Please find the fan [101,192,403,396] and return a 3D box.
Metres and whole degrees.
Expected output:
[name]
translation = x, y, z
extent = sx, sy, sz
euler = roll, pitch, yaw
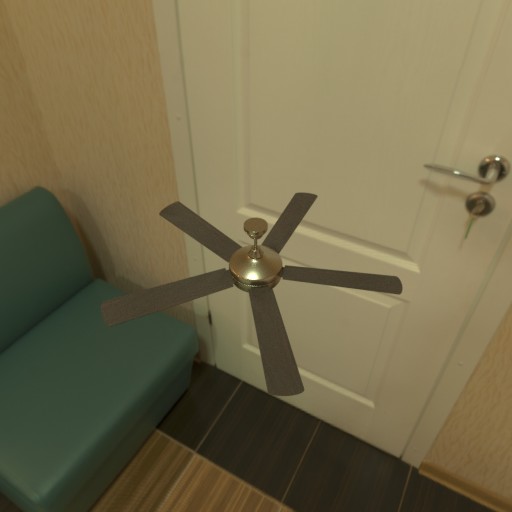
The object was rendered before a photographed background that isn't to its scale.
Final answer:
[fan]
translation = 0.000, 0.000, 2.019
extent = 1.321, 0.356, 1.321
euler = 0, 41, 0
